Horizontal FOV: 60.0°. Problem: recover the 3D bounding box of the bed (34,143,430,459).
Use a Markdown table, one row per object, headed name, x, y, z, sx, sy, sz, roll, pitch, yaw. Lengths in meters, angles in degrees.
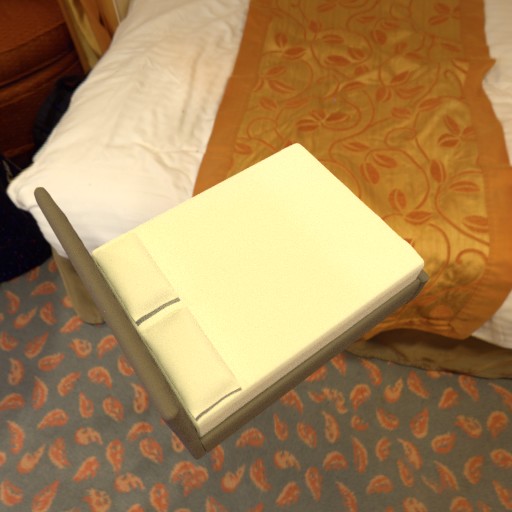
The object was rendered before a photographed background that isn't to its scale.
| name | x | y | z | sx | sy | sz | roll | pitch | yaw |
| --- | --- | --- | --- | --- | --- | --- | --- | --- | --- |
| bed | 0.000 | 0.000 | 3.308 | 2.233 | 1.426 | 1.696 | -31 | 63 | -18 |
